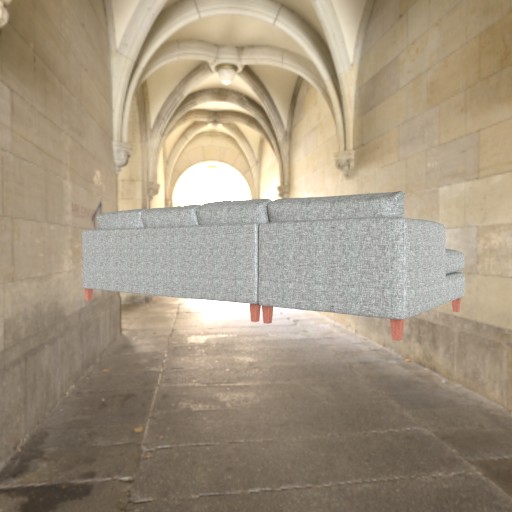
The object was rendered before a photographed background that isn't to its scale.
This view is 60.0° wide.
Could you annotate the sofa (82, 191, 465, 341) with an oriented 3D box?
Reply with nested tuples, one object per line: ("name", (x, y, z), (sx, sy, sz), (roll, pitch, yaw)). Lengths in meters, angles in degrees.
("sofa", (0.000, 0.000, 4.303), (3.485, 0.960, 1.635), (1, 1, 37))
